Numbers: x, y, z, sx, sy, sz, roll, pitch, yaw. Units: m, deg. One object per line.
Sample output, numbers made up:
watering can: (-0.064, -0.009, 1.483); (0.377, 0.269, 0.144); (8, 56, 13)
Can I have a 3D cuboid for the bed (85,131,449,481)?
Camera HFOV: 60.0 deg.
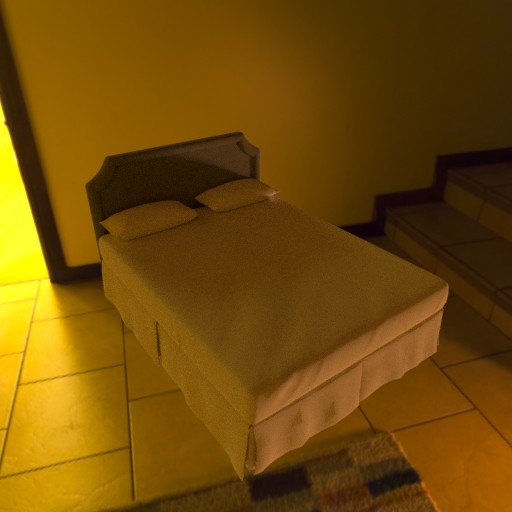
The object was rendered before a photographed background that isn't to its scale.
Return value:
bed: (0.000, 0.000, 3.611); (1.977, 1.306, 2.464); (-21, 36, -31)
